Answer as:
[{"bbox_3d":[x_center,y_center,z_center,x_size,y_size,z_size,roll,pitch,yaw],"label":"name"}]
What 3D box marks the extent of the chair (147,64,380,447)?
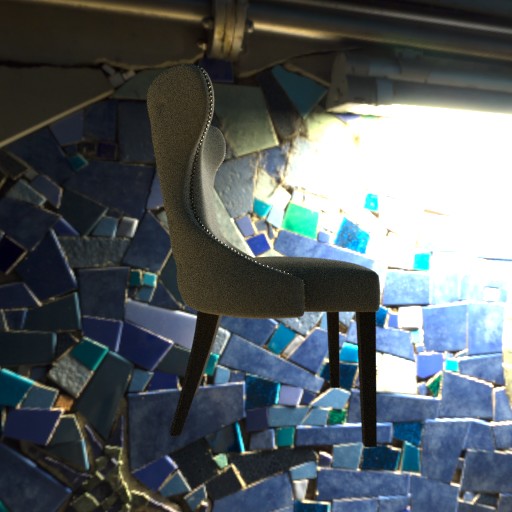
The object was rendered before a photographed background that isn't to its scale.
[{"bbox_3d":[0.000,0.000,1.374,0.635,0.967,0.628,0,1,0],"label":"chair"}]
